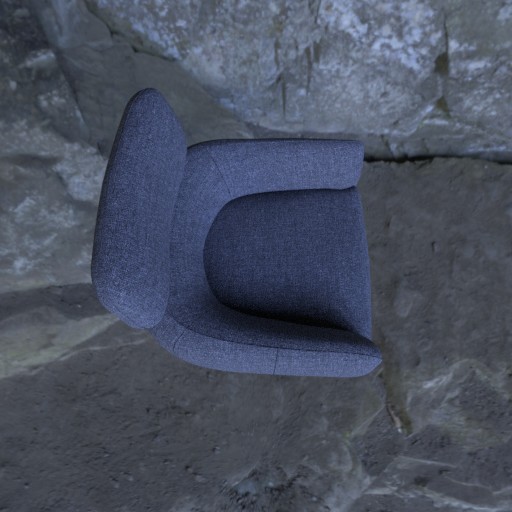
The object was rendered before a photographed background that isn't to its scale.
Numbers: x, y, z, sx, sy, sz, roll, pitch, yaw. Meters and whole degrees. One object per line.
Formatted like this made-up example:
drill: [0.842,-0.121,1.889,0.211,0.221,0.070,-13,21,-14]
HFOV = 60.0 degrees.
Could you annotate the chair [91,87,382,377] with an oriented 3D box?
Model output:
chair: [0.000,0.000,1.347,0.715,0.812,0.706,2,65,1]
